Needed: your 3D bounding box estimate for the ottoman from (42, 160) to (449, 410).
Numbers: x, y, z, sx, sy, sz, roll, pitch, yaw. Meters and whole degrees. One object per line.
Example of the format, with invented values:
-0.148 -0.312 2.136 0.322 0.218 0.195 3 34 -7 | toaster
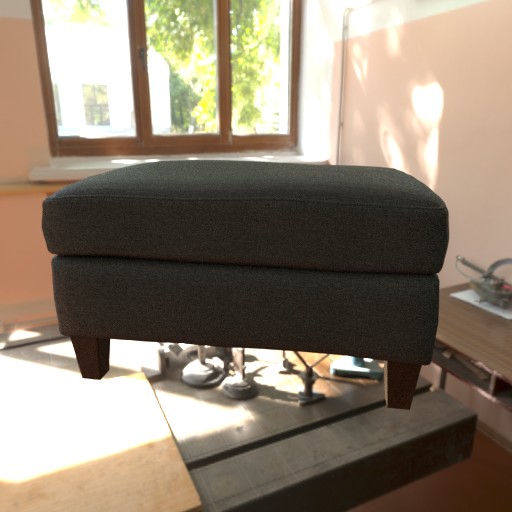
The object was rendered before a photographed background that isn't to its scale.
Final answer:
0.000 0.000 1.181 0.826 0.496 0.639 3 17 9 | ottoman
